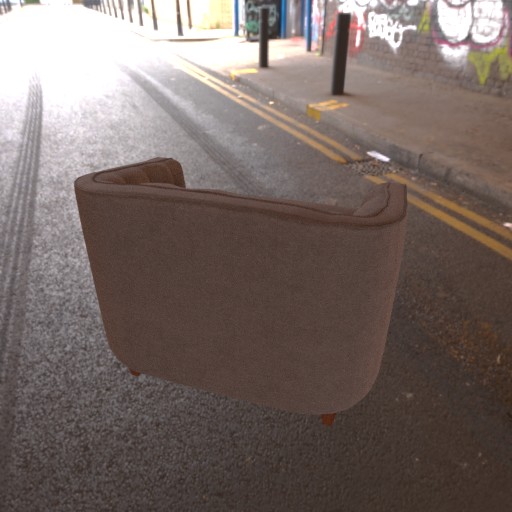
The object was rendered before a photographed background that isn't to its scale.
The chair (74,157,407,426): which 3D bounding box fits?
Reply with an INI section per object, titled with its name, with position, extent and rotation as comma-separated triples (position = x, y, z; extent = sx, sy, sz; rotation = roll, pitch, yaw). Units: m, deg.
[chair]
position = 0.000, 0.000, 1.769
extent = 1.104, 0.852, 0.941
rotation = 9, 32, 15
